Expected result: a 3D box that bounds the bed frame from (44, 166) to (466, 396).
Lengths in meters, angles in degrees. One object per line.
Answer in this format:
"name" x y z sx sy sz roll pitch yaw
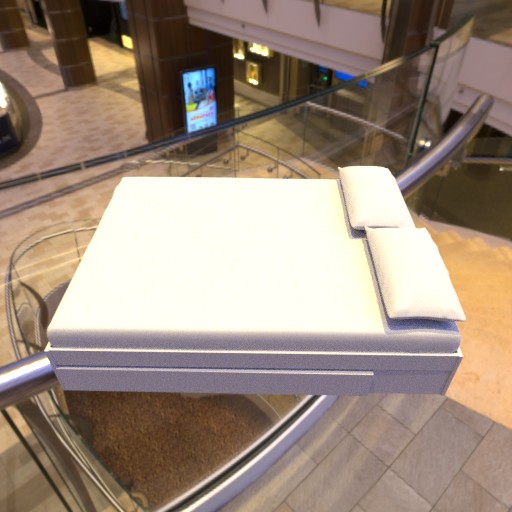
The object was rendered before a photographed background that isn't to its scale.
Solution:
"bed frame" 0.000 0.000 2.613 1.950 0.629 1.450 1 40 1
